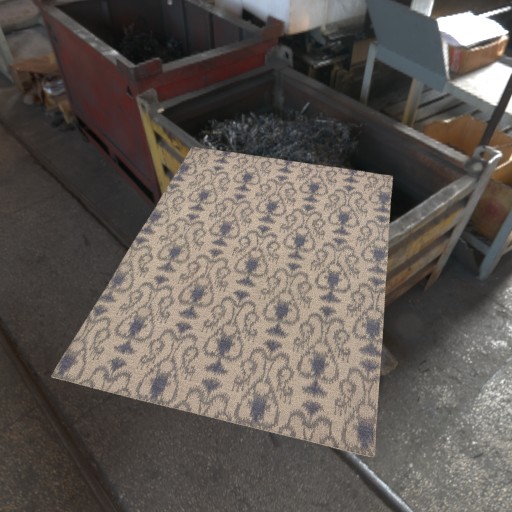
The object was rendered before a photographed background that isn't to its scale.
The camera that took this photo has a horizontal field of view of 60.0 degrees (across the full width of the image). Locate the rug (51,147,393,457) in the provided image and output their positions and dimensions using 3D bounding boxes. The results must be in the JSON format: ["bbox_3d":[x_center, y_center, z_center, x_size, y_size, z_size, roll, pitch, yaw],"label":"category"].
[{"bbox_3d":[0.000,0.000,4.229,2.437,0.015,3.205,10,48,9],"label":"rug"}]
